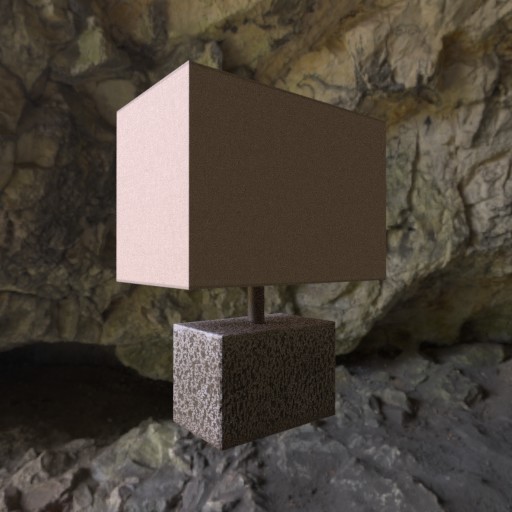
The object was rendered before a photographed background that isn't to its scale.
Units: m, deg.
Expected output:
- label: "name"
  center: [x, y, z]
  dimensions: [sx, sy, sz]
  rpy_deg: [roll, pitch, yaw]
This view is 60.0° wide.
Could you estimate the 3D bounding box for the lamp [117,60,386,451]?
- label: "lamp"
  center: [0.000, 0.000, 0.563]
  dimensions: [0.294, 0.411, 0.180]
  rpy_deg: [0, 0, -38]
